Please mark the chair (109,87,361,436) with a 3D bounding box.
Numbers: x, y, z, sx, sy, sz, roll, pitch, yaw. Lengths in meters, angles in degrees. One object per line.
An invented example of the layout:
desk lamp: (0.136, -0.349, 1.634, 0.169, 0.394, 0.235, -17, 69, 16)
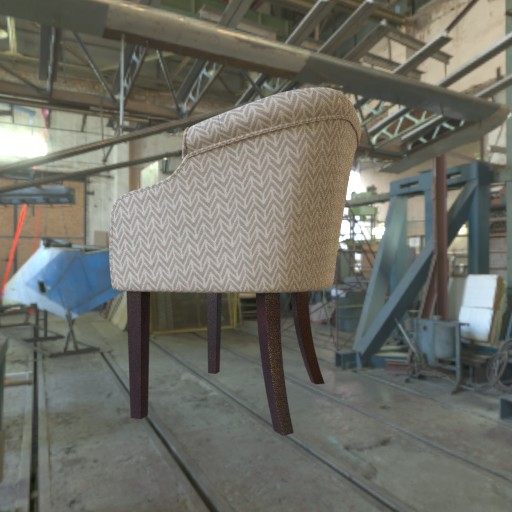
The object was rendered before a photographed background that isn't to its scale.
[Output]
chair: (0.000, 0.000, 1.338, 0.613, 0.858, 0.686, 0, -1, 18)
